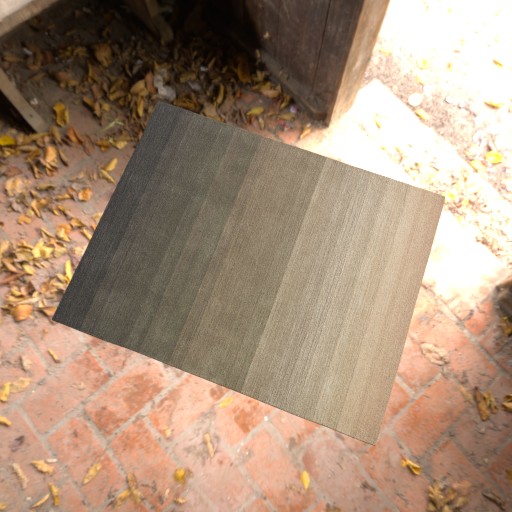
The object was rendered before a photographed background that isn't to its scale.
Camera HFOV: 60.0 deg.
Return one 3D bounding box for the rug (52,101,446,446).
[{"bbox_3d":[0.000,0.000,3.989,2.932,0.015,2.315,20,76,5],"label":"rug"}]
